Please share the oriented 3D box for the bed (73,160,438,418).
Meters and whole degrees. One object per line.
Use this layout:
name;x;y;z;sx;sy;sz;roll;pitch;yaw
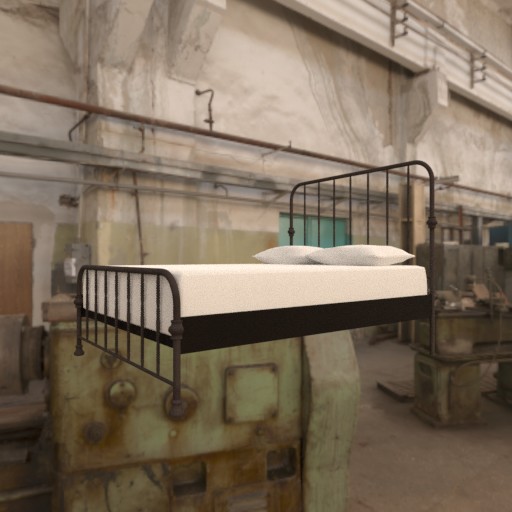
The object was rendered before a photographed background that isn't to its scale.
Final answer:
bed;0.000;0.000;3.227;2.134;1.446;1.616;0;0;-37
